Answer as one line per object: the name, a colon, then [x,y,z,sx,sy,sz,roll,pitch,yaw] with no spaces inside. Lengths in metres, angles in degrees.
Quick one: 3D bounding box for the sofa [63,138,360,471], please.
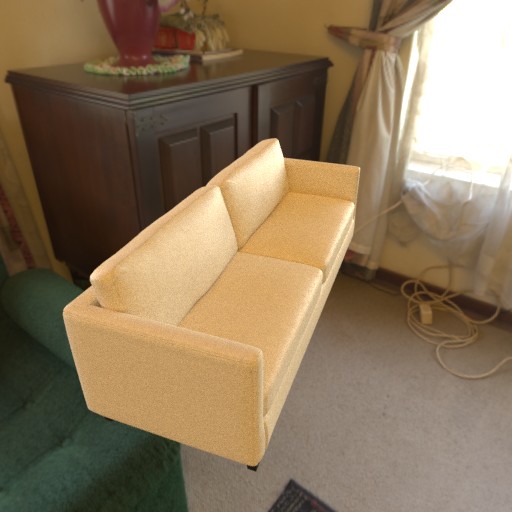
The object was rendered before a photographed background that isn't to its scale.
sofa: [0.000,0.000,2.899,0.948,0.965,2.434,11,32,18]
